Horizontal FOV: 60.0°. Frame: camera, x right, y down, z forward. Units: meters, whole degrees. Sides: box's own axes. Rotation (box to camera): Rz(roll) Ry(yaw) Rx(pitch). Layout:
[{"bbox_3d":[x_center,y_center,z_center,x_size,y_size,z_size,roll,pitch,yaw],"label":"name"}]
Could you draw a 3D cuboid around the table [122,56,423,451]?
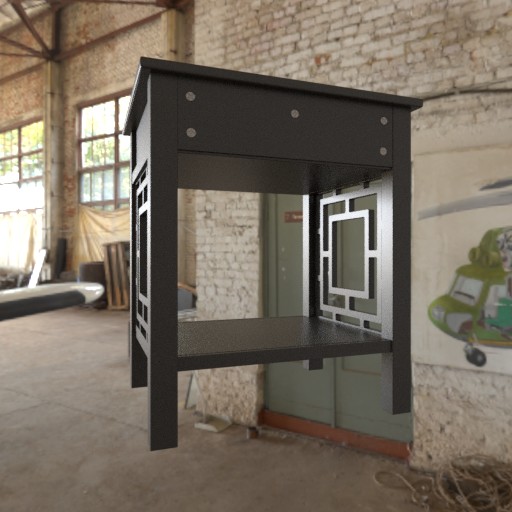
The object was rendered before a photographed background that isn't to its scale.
[{"bbox_3d":[0.000,0.000,1.022,0.564,0.646,0.451,0,0,-20],"label":"table"}]
